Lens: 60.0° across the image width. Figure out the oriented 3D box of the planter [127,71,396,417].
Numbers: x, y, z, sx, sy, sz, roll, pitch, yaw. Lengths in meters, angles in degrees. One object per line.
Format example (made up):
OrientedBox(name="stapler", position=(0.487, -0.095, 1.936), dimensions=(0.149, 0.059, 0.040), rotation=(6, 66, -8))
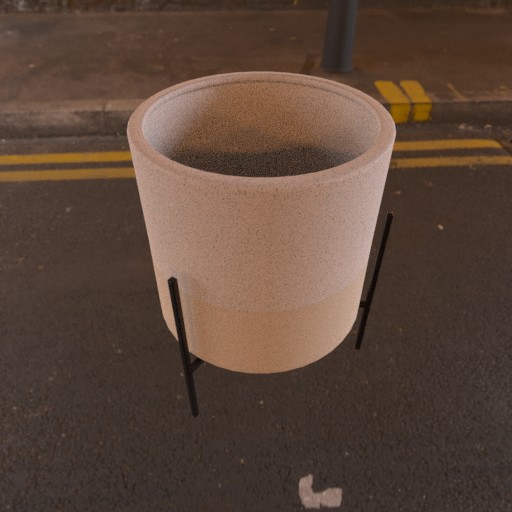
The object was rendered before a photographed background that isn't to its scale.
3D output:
OrientedBox(name="planter", position=(0.000, 0.000, 0.651), dimensions=(0.313, 0.423, 0.335), rotation=(24, 47, 25))
